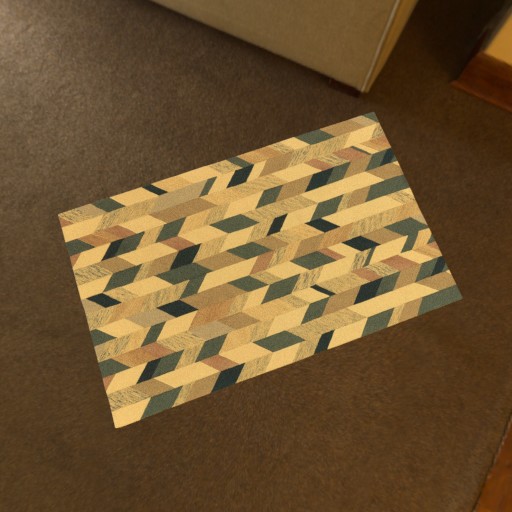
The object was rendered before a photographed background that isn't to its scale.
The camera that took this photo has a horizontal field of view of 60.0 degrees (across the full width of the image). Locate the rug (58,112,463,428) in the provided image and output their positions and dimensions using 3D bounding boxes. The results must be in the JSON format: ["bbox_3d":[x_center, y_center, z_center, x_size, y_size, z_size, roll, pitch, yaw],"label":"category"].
[{"bbox_3d":[0.000,0.000,3.055,2.423,0.008,1.513,-19,77,-5],"label":"rug"}]
